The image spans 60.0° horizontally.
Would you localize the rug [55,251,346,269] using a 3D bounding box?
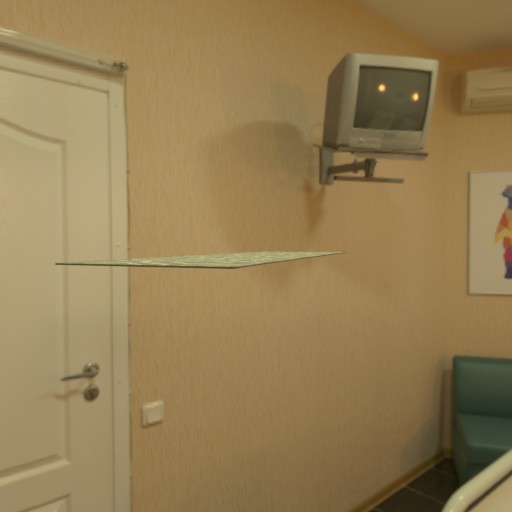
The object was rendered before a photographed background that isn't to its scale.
[{"bbox_3d":[0.000,0.000,2.501,0.684,0.009,2.275,1,2,20],"label":"rug"}]
